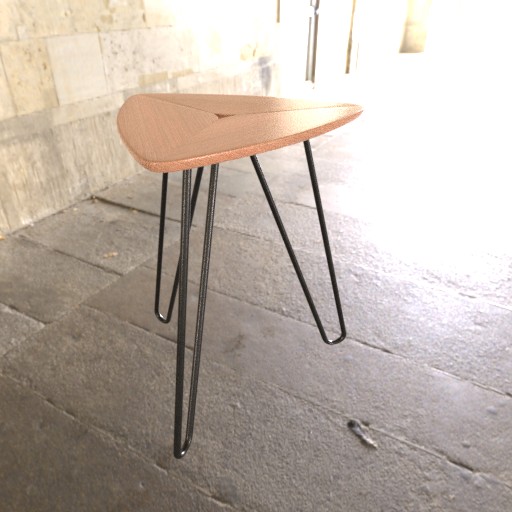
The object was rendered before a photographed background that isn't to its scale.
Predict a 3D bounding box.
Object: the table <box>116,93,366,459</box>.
[{"bbox_3d":[0.000,0.000,0.891,0.455,0.564,0.442,-8,32,-13],"label":"table"}]
